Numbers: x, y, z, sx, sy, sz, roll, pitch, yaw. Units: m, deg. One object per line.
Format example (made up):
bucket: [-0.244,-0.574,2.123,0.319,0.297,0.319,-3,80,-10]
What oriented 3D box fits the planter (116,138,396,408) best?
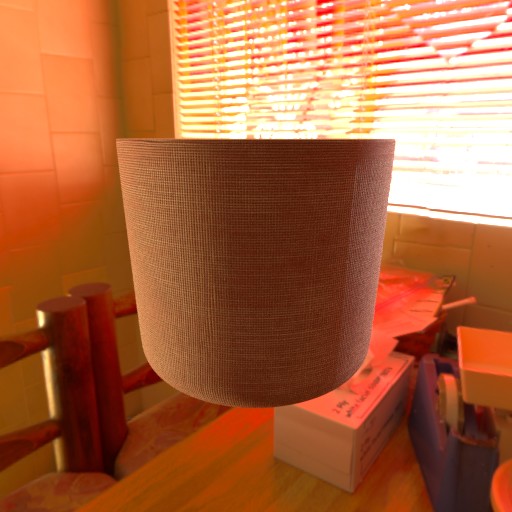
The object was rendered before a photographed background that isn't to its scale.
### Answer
planter: [0.000,0.000,0.779,0.440,0.398,0.440,0,15,0]
